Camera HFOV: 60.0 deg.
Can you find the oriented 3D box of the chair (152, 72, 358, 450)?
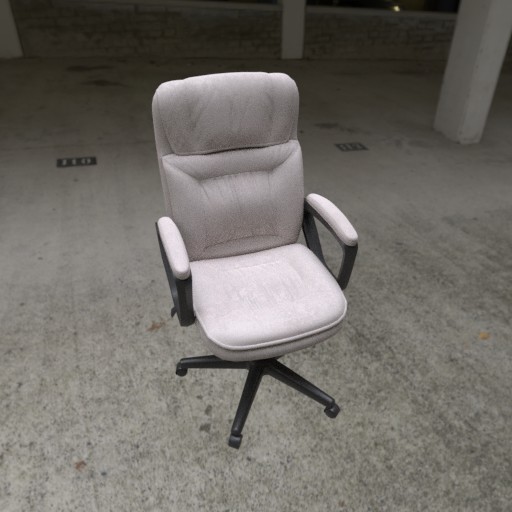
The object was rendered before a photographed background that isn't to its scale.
[{"bbox_3d":[0.000,0.000,1.571,0.667,1.105,0.724,-11,35,-16],"label":"chair"}]
